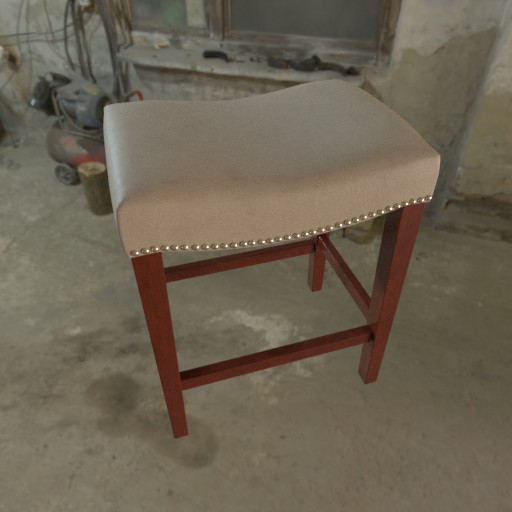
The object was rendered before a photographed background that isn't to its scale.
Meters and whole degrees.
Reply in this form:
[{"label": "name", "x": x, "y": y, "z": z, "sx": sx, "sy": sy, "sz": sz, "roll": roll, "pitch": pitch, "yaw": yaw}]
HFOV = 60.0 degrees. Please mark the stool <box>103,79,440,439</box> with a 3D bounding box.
[{"label": "stool", "x": 0.000, "y": 0.000, "z": 0.950, "sx": 0.509, "sy": 0.632, "sz": 0.375, "roll": -11, "pitch": 42, "yaw": -13}]
